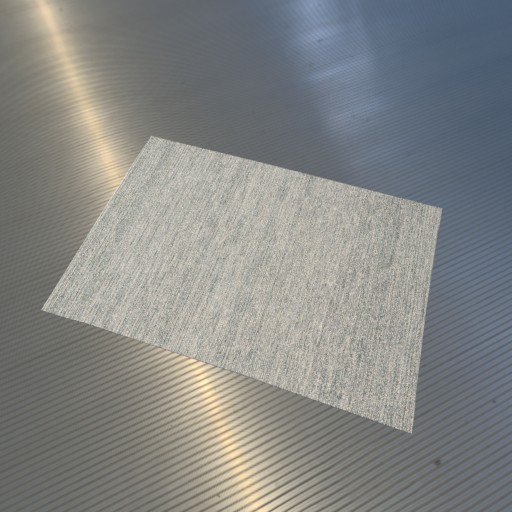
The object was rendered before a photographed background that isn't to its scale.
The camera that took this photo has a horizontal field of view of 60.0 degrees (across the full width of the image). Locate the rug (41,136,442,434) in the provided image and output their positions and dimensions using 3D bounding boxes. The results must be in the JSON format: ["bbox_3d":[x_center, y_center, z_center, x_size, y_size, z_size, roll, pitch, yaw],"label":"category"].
[{"bbox_3d":[0.000,0.000,3.005,2.338,0.030,1.616,16,61,9],"label":"rug"}]
